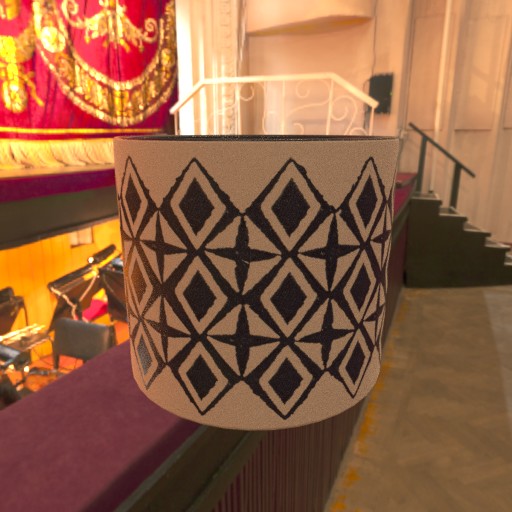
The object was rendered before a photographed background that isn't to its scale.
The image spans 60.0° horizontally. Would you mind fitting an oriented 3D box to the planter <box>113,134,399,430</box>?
[{"bbox_3d":[0.000,0.000,0.275,0.159,0.144,0.159,0,16,0],"label":"planter"}]
